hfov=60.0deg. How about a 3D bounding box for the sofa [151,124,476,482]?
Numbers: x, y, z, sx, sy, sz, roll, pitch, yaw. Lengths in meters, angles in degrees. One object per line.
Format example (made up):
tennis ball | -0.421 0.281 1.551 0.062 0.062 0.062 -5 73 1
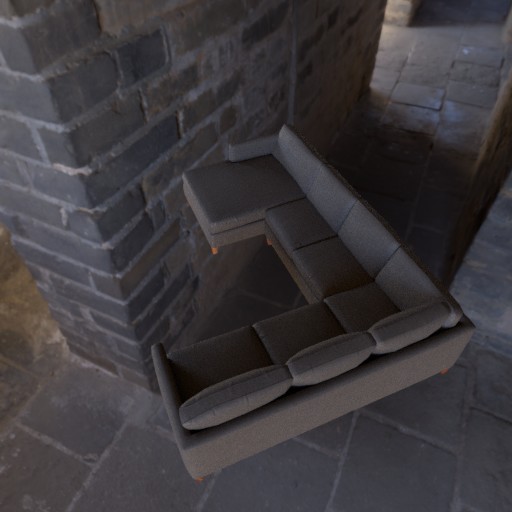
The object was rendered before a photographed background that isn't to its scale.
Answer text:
sofa | 0.000 0.000 4.609 2.594 0.961 3.460 -17 49 -16
